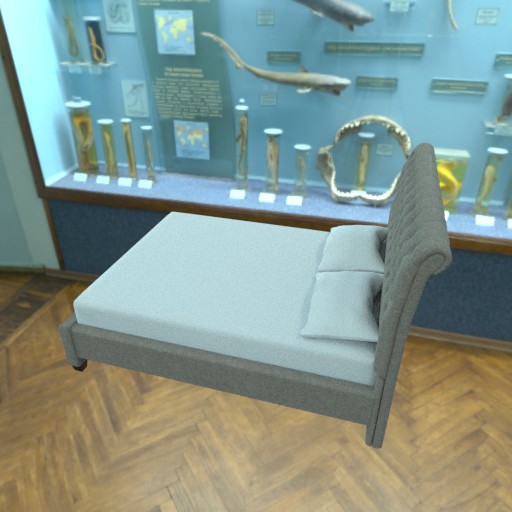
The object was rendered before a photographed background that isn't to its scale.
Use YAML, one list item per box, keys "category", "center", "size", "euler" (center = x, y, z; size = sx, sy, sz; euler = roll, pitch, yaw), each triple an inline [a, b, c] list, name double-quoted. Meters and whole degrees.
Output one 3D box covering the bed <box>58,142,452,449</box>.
- category: "bed"
  center: [0.000, 0.000, 3.178]
  size: [2.252, 1.371, 1.645]
  euler: [9, 31, 14]
